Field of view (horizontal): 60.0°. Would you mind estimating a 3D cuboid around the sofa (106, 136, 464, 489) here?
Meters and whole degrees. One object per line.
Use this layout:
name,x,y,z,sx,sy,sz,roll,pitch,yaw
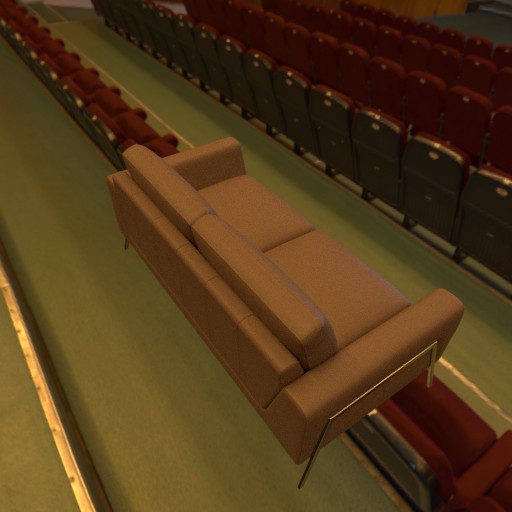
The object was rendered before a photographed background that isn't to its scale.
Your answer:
sofa,0.000,0.000,2.524,0.953,0.875,2.017,-25,48,-25
